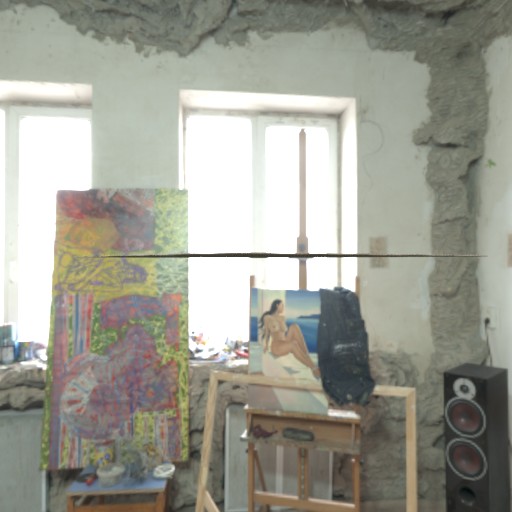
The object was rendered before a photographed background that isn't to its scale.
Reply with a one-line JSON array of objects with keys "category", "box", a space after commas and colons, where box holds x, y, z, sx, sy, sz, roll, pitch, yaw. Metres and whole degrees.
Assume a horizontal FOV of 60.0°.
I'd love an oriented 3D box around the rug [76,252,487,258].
[{"category": "rug", "box": [0.000, 0.000, 4.098, 2.468, 0.022, 3.061, 0, -1, -36]}]
